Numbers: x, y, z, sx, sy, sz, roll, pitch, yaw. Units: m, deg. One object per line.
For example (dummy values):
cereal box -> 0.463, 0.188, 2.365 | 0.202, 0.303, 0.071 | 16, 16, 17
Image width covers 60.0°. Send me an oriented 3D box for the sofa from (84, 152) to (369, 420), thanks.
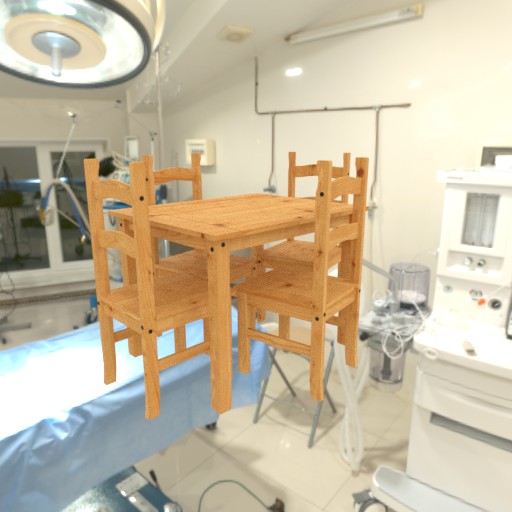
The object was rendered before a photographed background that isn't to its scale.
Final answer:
sofa -> 0.000, 0.000, 2.264 | 1.529, 1.000, 1.144 | -14, 20, -43
